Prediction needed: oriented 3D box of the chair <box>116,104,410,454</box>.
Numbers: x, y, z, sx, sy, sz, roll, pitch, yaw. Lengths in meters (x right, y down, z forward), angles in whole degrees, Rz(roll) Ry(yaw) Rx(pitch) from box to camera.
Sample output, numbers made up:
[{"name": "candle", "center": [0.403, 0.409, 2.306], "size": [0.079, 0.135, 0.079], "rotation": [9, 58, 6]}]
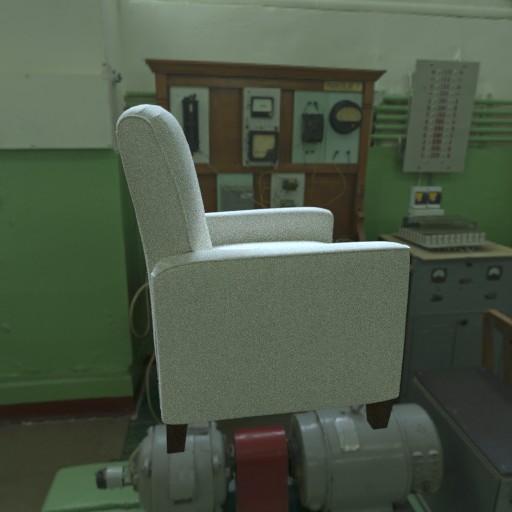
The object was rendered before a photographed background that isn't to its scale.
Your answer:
[{"name": "chair", "center": [0.000, 0.000, 1.633], "size": [0.858, 1.028, 0.841], "rotation": [-3, 15, -10]}]
